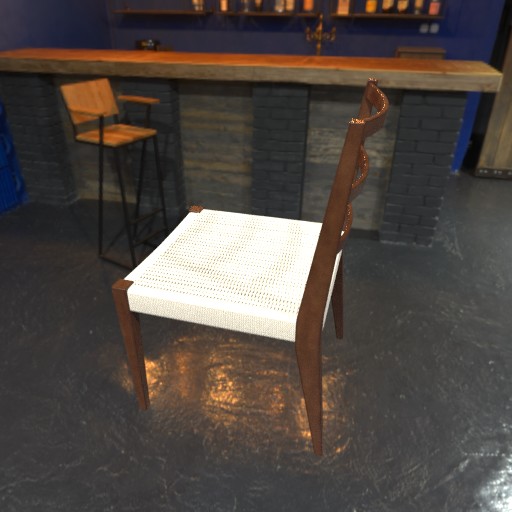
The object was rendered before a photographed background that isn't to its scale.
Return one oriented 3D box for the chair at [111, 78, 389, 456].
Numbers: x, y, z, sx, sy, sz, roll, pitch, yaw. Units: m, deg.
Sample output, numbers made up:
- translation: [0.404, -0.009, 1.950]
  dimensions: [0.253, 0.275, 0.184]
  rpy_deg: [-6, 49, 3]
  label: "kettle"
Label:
- translation: [0.000, 0.000, 1.145]
  dimensions: [0.551, 0.813, 0.480]
  rpy_deg: [8, 31, 14]
  label: "chair"
